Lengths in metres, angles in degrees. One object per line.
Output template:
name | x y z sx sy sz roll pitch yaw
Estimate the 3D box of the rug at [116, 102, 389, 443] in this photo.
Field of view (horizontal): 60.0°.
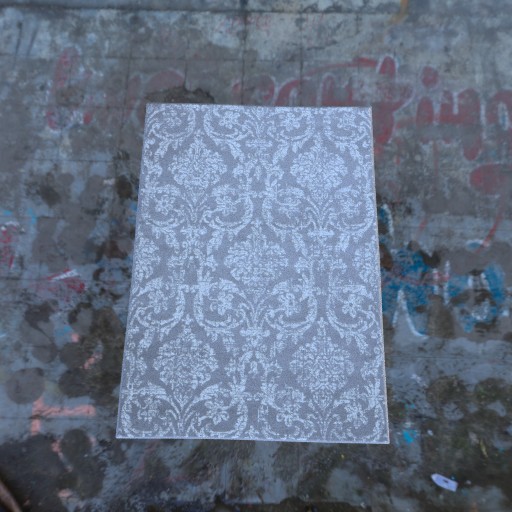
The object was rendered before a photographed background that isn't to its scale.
rug | 0.000 0.000 2.838 1.578 0.014 2.206 1 75 0
